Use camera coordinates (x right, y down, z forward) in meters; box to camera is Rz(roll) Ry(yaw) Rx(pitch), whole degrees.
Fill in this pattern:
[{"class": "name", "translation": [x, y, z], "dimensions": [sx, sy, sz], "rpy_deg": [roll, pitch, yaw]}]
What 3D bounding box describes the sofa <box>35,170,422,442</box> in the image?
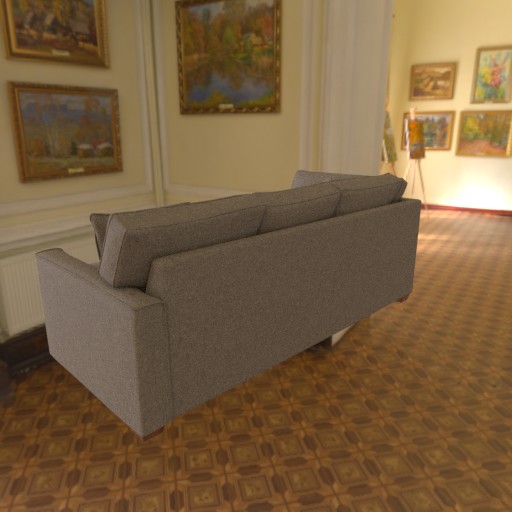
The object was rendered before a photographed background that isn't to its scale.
[{"class": "sofa", "translation": [0.000, 0.000, 2.797], "dimensions": [2.317, 0.962, 1.061], "rpy_deg": [-15, 22, -42]}]
